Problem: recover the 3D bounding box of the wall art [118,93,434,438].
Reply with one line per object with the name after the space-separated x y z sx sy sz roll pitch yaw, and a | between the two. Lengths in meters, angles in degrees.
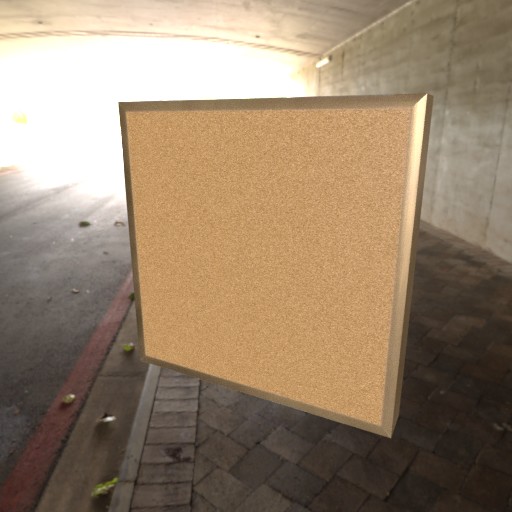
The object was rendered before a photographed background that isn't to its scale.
0.000 0.000 0.454 0.305 0.303 0.038 9 19 26 | wall art
